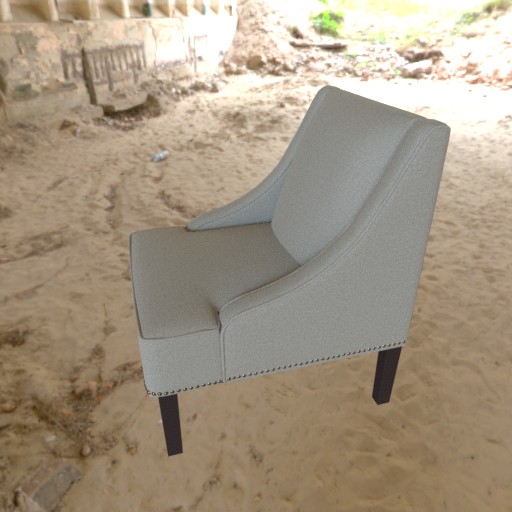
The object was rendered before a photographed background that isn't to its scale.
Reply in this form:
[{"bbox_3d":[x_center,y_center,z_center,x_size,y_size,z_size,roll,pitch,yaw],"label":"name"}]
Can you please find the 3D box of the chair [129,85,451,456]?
[{"bbox_3d":[0.000,0.000,1.332,0.737,0.864,0.610,-8,30,-14],"label":"chair"}]
